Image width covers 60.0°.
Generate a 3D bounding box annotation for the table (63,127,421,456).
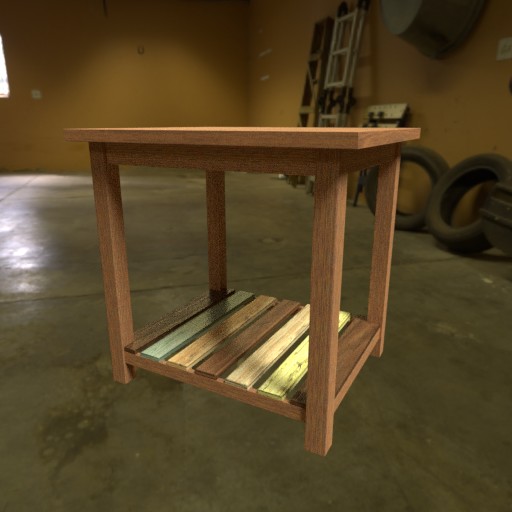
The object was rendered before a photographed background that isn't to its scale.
[{"bbox_3d":[0.000,0.000,1.149,0.660,0.635,0.559,9,19,27],"label":"table"}]
